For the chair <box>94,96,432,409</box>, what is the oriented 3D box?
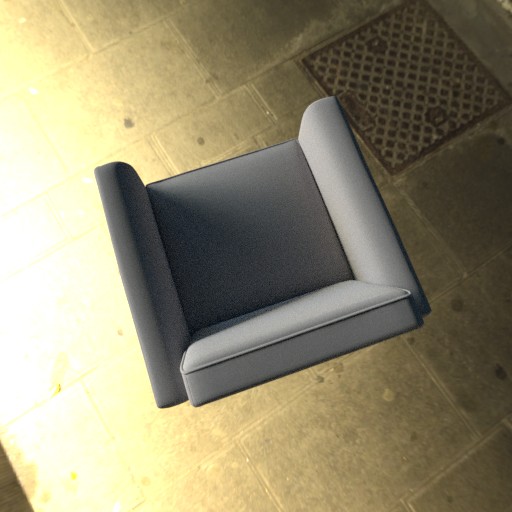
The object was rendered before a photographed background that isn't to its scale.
[{"bbox_3d":[0.000,0.000,1.426,0.780,0.780,0.750,-18,76,-5],"label":"chair"}]
